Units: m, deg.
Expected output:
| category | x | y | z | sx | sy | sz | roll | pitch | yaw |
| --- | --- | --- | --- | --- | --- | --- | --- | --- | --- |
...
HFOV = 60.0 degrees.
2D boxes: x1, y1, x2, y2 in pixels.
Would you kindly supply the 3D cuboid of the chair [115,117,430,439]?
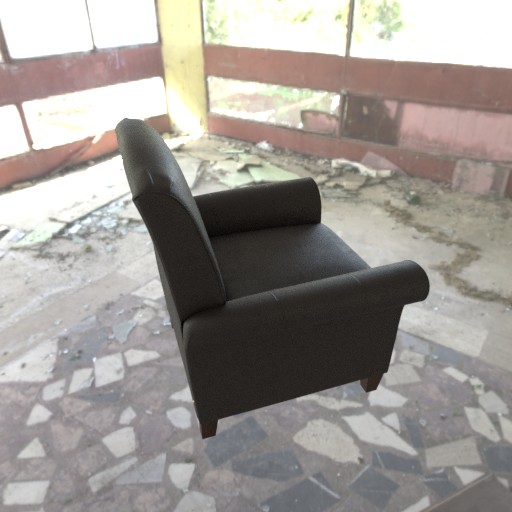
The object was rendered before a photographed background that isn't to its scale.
| category | x | y | z | sx | sy | sz | roll | pitch | yaw |
| --- | --- | --- | --- | --- | --- | --- | --- | --- | --- |
| chair | 0.000 | 0.000 | 1.756 | 0.902 | 1.061 | 0.978 | -10 | 32 | -16 |
